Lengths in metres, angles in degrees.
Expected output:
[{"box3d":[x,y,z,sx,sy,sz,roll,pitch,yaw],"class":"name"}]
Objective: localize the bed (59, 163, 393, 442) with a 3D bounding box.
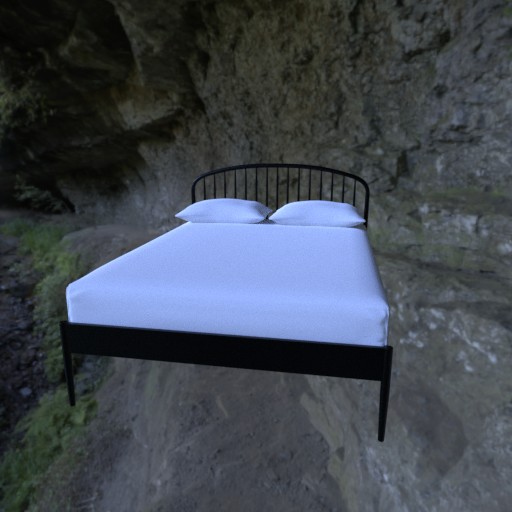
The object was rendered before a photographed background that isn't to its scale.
[{"box3d":[0.000,0.000,3.063,1.618,1.166,2.159,3,14,10],"class":"bed"}]
